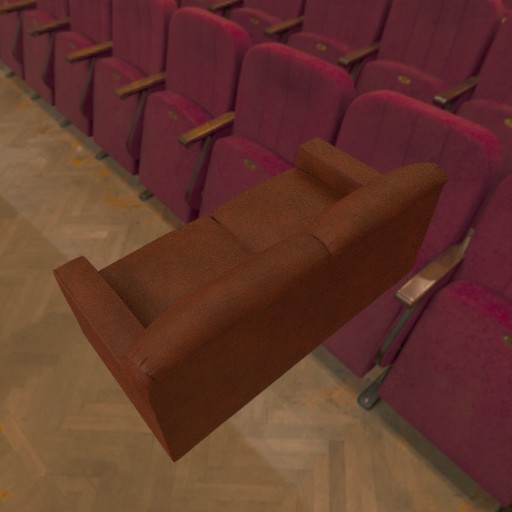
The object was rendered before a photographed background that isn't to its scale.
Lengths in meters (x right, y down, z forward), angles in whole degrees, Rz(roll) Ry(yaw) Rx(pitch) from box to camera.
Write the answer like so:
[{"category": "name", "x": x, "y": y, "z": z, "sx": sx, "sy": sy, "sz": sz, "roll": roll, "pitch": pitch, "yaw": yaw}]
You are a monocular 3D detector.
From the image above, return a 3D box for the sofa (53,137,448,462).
[{"category": "sofa", "x": 0.000, "y": 0.000, "z": 2.424, "sx": 1.856, "sy": 0.966, "sz": 1.000, "roll": -32, "pitch": 54, "yaw": -27}]
